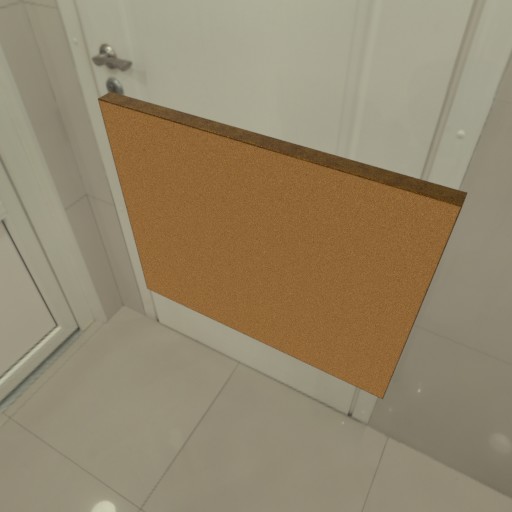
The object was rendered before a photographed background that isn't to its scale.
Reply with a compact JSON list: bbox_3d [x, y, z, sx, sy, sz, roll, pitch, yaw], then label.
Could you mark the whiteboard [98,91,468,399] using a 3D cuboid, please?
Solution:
[{"bbox_3d":[0.000,0.000,0.777,0.561,0.457,0.029,22,48,20],"label":"whiteboard"}]
